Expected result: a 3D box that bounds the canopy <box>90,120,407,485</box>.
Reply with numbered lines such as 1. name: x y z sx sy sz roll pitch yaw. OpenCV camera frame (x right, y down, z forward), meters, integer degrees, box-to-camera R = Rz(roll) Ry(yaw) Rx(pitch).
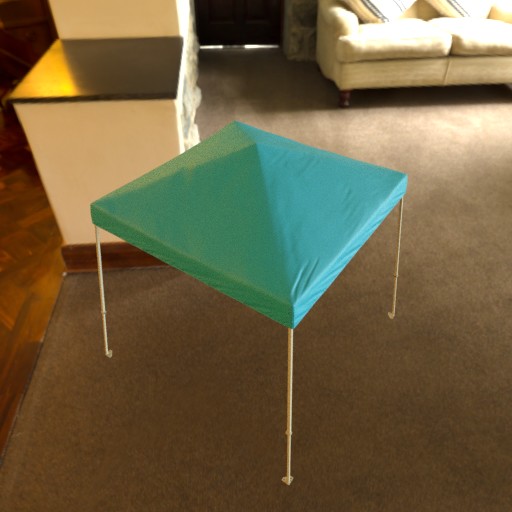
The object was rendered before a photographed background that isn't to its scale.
1. canopy: 0.000 0.000 5.157 2.849 2.850 2.850 25 47 26
